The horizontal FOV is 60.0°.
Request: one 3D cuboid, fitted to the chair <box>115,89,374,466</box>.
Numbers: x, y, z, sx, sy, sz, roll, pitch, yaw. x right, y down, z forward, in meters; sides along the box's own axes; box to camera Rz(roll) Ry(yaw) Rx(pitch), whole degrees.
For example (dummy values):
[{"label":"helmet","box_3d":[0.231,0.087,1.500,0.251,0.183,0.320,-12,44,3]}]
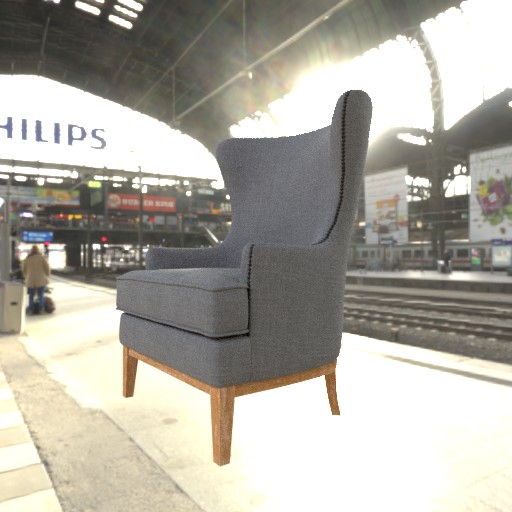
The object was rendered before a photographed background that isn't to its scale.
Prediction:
[{"label":"chair","box_3d":[0.000,0.000,1.787,0.883,1.176,0.864,0,0,-36]}]
